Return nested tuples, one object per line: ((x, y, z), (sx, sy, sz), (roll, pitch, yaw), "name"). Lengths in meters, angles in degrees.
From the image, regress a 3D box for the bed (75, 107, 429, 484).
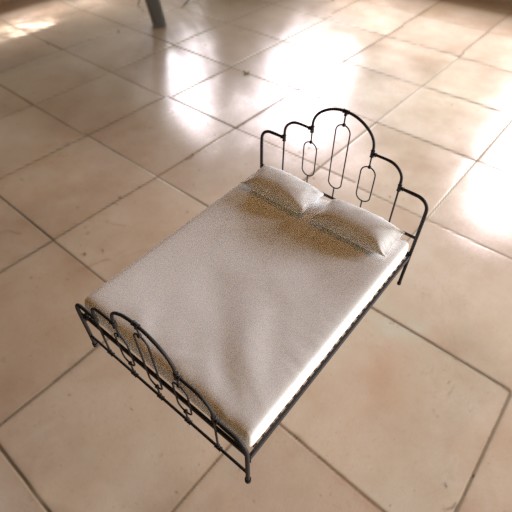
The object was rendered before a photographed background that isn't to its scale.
((0.000, 0.000, 3.259), (1.640, 1.429, 2.163), (31, 54, 25), "bed")
